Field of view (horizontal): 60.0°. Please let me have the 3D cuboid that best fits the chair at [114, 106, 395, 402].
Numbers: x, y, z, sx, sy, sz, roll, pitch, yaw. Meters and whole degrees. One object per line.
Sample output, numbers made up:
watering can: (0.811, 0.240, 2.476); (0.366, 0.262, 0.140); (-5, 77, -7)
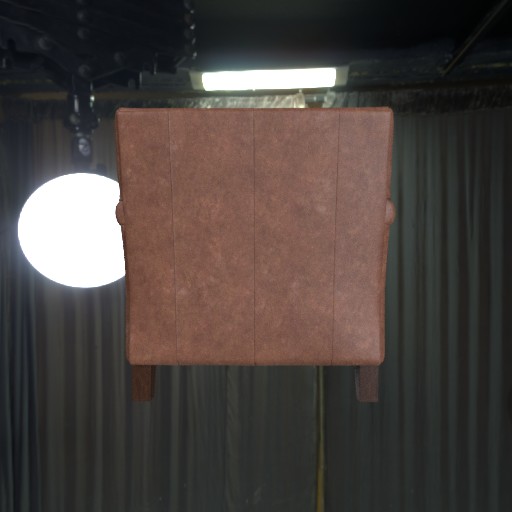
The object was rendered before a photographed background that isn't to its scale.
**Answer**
chair: (0.000, 0.000, 1.960); (0.986, 1.055, 1.158); (0, -1, 1)
